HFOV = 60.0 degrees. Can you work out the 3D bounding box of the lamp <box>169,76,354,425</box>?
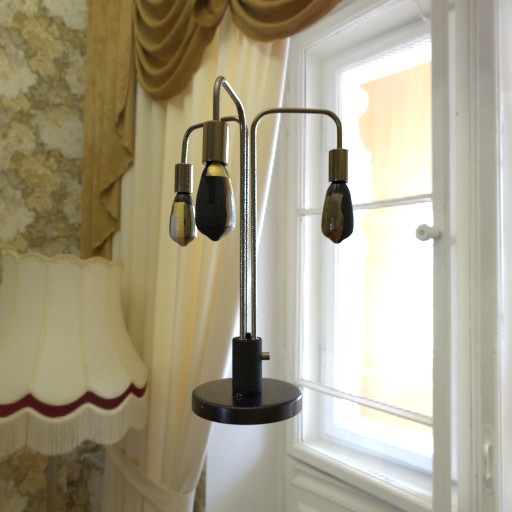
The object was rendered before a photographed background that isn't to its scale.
[{"bbox_3d":[0.000,0.000,0.809,0.368,0.560,0.355,0,-1,-1],"label":"lamp"}]
